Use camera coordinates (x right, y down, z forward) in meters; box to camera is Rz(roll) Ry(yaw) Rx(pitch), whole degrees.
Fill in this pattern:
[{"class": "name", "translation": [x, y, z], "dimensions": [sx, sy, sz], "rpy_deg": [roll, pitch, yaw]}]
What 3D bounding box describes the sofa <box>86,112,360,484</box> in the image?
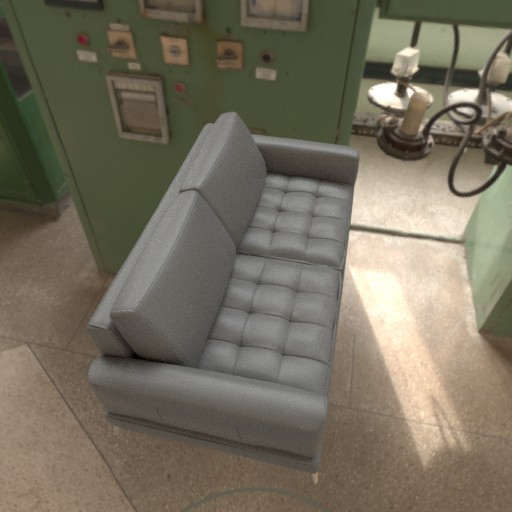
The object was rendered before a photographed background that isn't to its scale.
[{"class": "sofa", "translation": [0.000, 0.000, 2.688], "dimensions": [1.121, 0.930, 2.177], "rpy_deg": [10, 47, 9]}]
